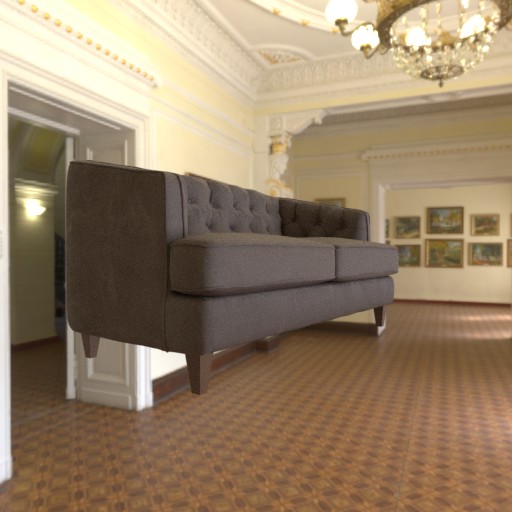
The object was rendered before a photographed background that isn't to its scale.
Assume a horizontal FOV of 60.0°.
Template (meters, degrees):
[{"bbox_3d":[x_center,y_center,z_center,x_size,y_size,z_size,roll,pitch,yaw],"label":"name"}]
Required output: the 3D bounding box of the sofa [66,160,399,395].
[{"bbox_3d":[0.000,0.000,2.247,0.941,0.855,1.733,0,0,36],"label":"sofa"}]
